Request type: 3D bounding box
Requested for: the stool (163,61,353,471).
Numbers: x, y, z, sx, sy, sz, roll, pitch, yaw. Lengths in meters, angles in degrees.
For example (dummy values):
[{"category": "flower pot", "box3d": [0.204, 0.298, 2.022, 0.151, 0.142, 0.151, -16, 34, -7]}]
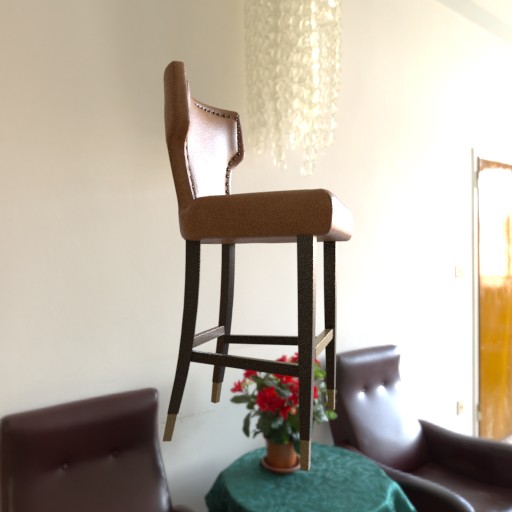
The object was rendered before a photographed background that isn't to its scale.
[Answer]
[{"category": "stool", "box3d": [0.000, 0.000, 1.416, 0.563, 1.092, 0.526, 0, 0, 18]}]
